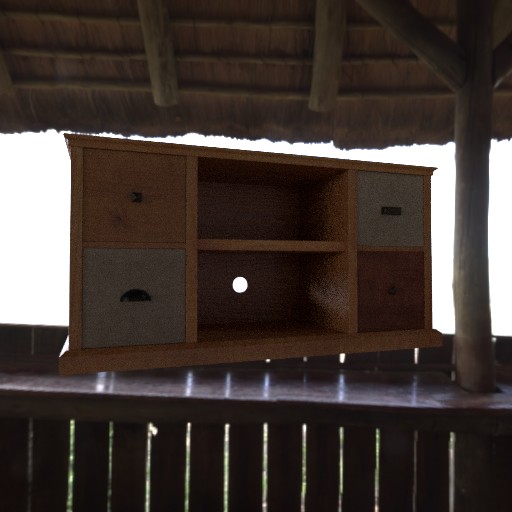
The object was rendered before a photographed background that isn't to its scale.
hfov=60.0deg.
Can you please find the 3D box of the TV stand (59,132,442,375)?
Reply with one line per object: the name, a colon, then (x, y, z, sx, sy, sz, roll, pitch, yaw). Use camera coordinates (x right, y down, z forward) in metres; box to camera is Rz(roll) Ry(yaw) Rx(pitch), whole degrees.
TV stand: (0.000, 0.000, 1.495, 1.181, 0.607, 0.417, 0, -1, -20)
